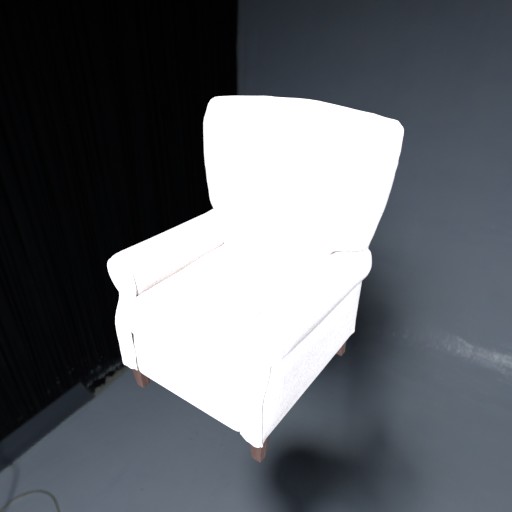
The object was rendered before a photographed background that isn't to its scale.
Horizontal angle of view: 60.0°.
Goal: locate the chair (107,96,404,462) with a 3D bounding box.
[{"bbox_3d":[0.000,0.000,1.932,0.942,1.209,1.025,20,35,31],"label":"chair"}]
